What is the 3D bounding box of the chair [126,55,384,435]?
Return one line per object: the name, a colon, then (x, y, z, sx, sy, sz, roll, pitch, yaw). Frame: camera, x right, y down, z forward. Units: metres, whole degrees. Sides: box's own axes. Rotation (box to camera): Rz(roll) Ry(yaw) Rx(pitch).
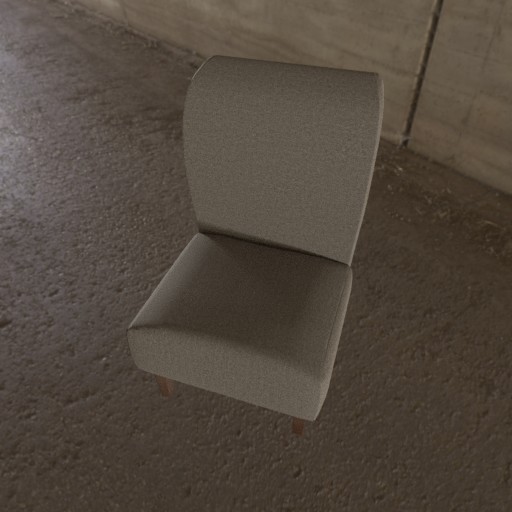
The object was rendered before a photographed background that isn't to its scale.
chair: (0.000, 0.000, 1.166, 0.513, 0.804, 0.592, 12, 43, 13)
